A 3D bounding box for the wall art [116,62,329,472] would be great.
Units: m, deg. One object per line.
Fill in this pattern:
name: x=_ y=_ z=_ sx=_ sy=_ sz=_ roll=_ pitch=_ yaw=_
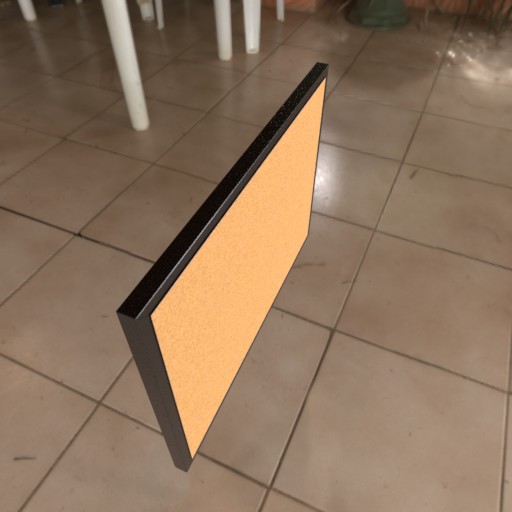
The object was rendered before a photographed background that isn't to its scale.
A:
wall art: x=0.000 y=0.000 z=0.821 sx=0.027 sy=0.458 sz=0.657 roll=17 pitch=49 yaw=16
